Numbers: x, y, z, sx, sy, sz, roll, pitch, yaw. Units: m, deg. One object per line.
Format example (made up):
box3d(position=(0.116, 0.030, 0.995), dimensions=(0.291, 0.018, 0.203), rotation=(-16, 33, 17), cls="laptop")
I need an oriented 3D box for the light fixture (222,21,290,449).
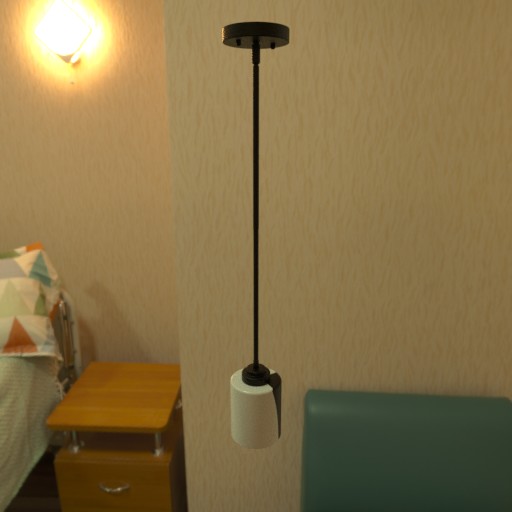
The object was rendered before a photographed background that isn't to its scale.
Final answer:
box3d(position=(0.000, 0.000, 0.930), dimensions=(0.123, 0.863, 0.123), rotation=(-8, 17, -26), cls="light fixture")
